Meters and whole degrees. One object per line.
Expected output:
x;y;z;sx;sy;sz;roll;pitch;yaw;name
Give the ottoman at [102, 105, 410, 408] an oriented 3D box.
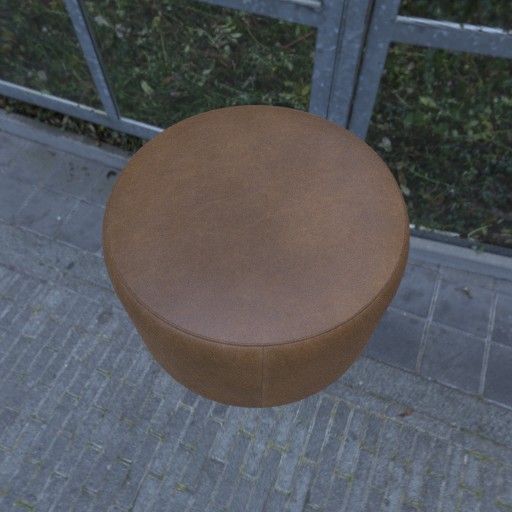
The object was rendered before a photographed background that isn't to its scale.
0.000;0.000;1.007;0.607;0.438;0.607;0;58;0;ottoman
